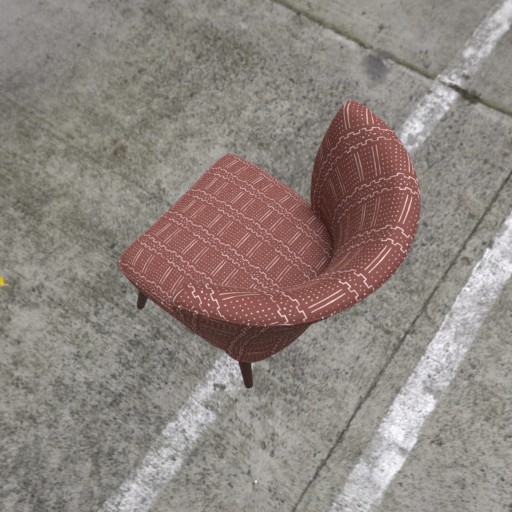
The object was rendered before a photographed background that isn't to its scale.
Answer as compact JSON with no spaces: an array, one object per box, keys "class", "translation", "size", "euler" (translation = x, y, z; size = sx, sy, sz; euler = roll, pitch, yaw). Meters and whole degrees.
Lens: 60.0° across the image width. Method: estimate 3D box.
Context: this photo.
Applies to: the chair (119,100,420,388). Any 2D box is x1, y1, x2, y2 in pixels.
[{"class":"chair","translation":[0.000,0.000,1.390],"size":[0.758,0.866,0.706],"euler":[34,68,16]}]
